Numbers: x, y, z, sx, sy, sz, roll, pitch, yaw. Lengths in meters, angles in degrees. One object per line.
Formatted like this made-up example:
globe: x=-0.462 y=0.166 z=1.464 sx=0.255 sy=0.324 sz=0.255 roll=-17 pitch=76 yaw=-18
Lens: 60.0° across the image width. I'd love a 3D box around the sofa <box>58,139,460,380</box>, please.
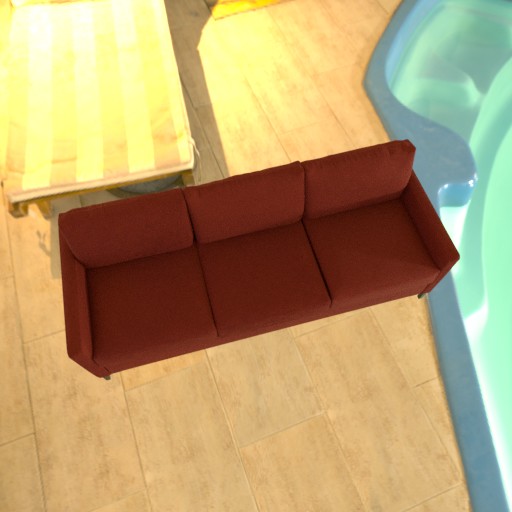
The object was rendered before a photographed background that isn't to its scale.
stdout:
sofa: x=0.000 y=0.000 z=2.745 sx=2.252 sy=0.879 sz=0.875 roll=-13 pitch=63 yaw=-7
